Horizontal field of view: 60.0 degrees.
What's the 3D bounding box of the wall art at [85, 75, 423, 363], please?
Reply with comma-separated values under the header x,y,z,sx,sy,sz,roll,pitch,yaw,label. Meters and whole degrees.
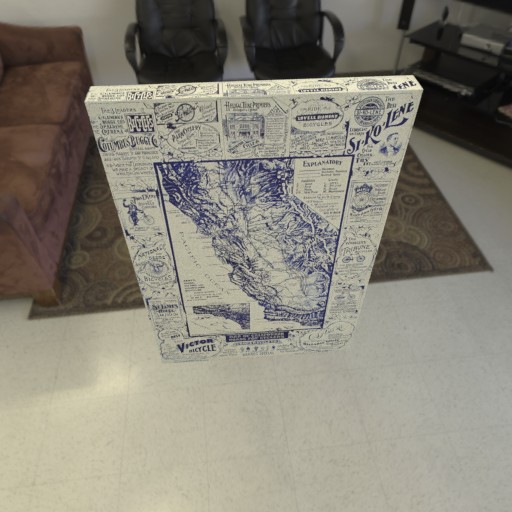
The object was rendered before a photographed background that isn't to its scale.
x,y,z,sx,sy,sz,roll,pitch,yaw,label
0.000,0.000,0.762,0.408,0.601,0.040,-3,47,-3,wall art
